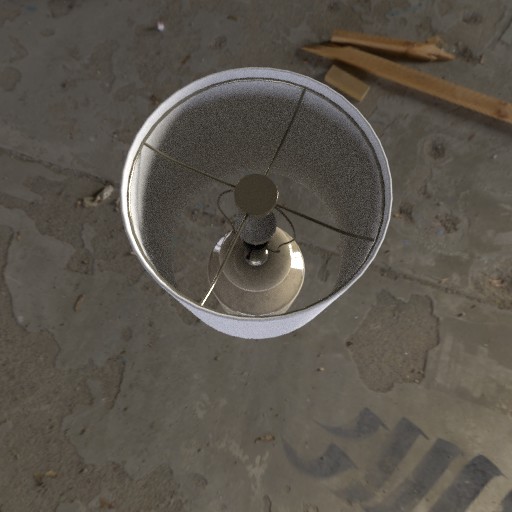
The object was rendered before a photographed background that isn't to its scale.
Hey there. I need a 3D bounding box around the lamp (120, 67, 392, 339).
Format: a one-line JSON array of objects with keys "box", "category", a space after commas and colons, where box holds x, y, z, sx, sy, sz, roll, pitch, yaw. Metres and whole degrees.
[{"box": [0.000, 0.000, 0.564, 0.211, 0.455, 0.211, 37, 79, 9], "category": "lamp"}]
